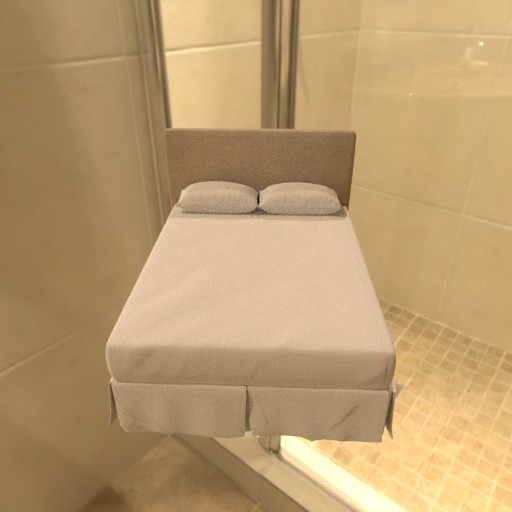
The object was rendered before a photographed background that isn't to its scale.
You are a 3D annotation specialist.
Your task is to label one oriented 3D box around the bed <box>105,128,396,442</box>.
[{"bbox_3d":[0.000,0.000,3.238,1.713,1.330,2.162,1,30,2],"label":"bed"}]
